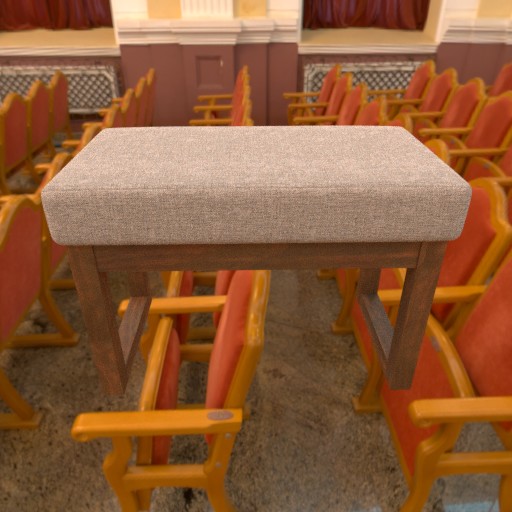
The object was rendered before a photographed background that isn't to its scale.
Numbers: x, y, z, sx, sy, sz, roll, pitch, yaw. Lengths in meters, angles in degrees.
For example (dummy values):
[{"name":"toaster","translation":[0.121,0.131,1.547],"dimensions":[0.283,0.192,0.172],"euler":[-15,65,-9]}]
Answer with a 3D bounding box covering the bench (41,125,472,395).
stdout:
[{"name":"bench","translation":[0.000,0.000,0.949],"dimensions":[0.681,0.467,0.366],"euler":[-1,31,-1]}]
